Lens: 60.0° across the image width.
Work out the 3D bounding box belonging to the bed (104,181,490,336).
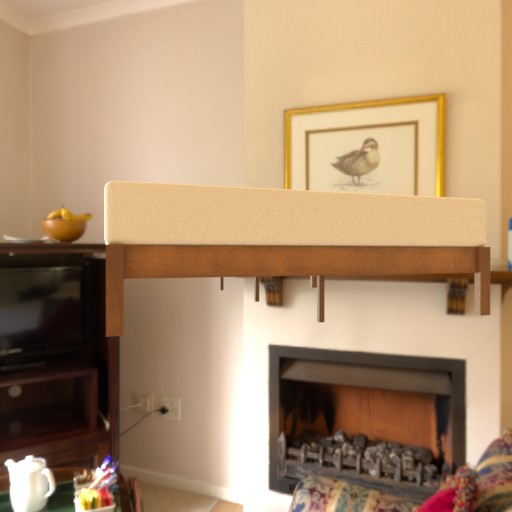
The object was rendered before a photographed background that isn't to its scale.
[{"bbox_3d":[0.000,0.000,3.004,1.930,0.616,2.049,0,0,-19],"label":"bed"}]
